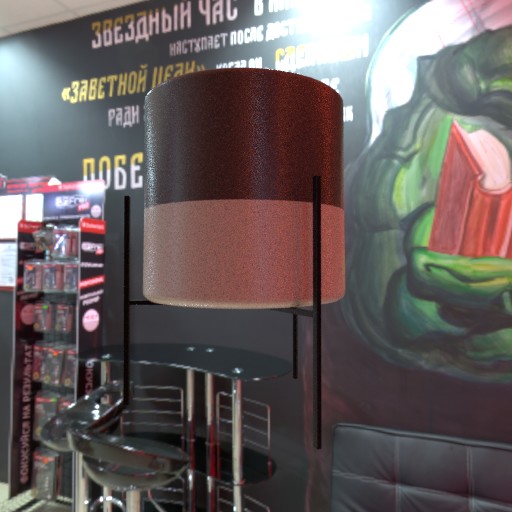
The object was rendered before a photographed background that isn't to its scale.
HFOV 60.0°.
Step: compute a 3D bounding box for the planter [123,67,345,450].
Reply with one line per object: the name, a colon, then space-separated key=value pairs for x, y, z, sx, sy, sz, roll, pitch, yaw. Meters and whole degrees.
planter: x=0.000 y=0.000 z=0.521 sx=0.250 sy=0.353 sz=0.260 roll=1 pitch=-1 yaw=-36
